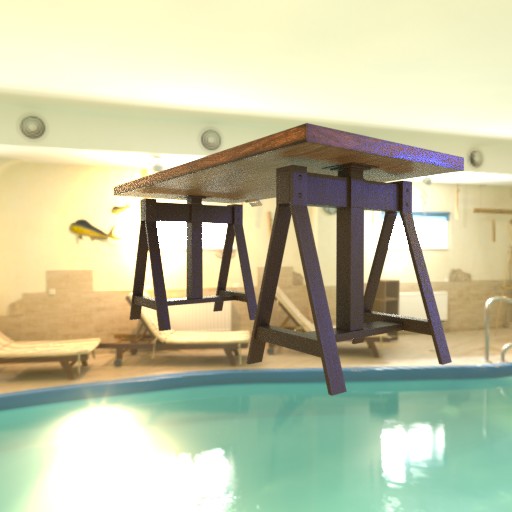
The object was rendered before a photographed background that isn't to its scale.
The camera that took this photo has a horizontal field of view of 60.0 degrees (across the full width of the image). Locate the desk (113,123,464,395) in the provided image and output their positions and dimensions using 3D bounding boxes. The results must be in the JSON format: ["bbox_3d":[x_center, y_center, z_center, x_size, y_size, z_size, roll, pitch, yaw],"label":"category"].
[{"bbox_3d":[0.000,0.000,1.999,0.784,0.725,1.543,-1,2,-36],"label":"desk"}]
